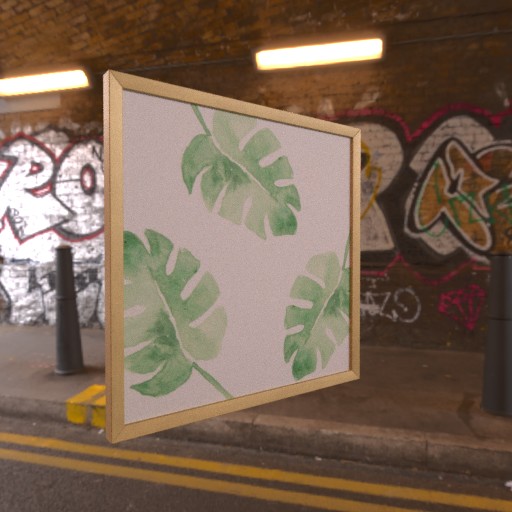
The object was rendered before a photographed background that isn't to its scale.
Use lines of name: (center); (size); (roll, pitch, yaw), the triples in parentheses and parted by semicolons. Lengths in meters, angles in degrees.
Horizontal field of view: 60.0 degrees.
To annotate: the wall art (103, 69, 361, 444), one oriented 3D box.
wall art: (0.000, 0.000, 1.141); (0.763, 0.763, 0.037); (-1, 1, -36)
